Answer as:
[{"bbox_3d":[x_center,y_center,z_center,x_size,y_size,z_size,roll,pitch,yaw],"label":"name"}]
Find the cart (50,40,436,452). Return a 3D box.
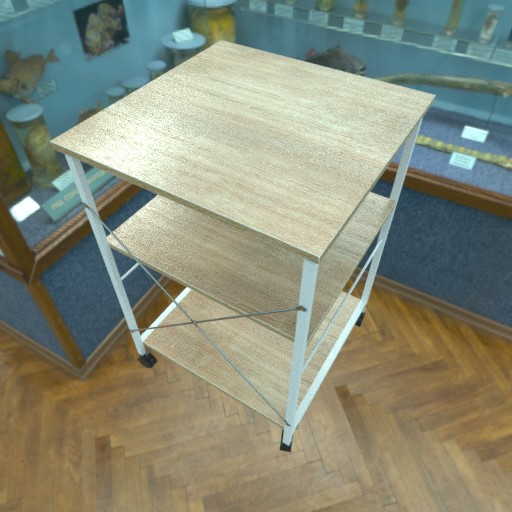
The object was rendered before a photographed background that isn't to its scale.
[{"bbox_3d":[0.000,0.000,1.105,0.521,0.762,0.520,24,52,21],"label":"cart"}]
